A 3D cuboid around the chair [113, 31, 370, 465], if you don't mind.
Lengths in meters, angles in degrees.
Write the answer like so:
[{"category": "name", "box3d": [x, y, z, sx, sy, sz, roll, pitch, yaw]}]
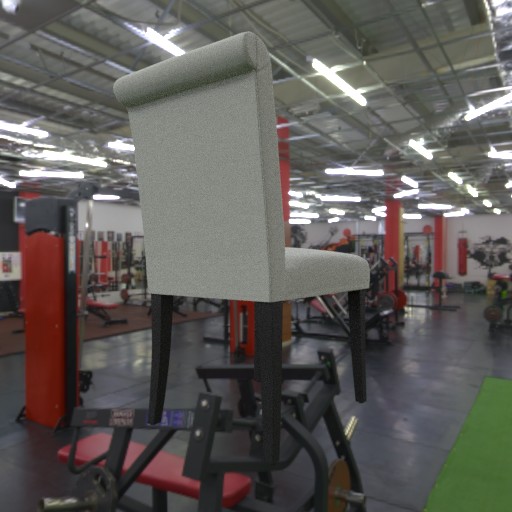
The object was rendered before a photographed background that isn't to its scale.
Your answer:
[{"category": "chair", "box3d": [0.000, 0.000, 1.341, 0.452, 0.976, 0.708, 0, 0, 36]}]
